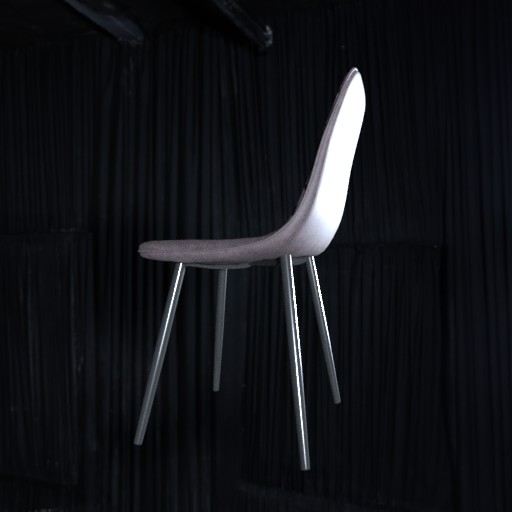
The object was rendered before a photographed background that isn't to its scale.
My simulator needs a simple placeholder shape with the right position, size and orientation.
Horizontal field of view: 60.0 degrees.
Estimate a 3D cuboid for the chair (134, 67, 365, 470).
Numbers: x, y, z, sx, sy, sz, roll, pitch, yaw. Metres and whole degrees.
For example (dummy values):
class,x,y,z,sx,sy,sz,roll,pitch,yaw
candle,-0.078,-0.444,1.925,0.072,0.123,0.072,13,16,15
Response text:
class,x,y,z,sx,sy,sz,roll,pitch,yaw
chair,0.000,0.000,1.192,0.561,0.889,0.472,0,0,19
